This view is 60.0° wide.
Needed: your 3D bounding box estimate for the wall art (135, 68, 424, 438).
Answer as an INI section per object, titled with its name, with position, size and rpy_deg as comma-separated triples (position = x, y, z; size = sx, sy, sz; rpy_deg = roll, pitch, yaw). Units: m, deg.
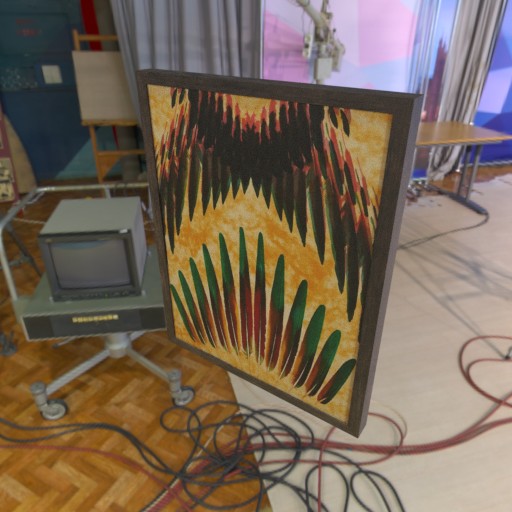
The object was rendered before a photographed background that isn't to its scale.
[wall art]
position = 0.000, 0.000, 0.547
size = 0.329, 0.406, 0.027
rpy_deg = 19, 34, 30
